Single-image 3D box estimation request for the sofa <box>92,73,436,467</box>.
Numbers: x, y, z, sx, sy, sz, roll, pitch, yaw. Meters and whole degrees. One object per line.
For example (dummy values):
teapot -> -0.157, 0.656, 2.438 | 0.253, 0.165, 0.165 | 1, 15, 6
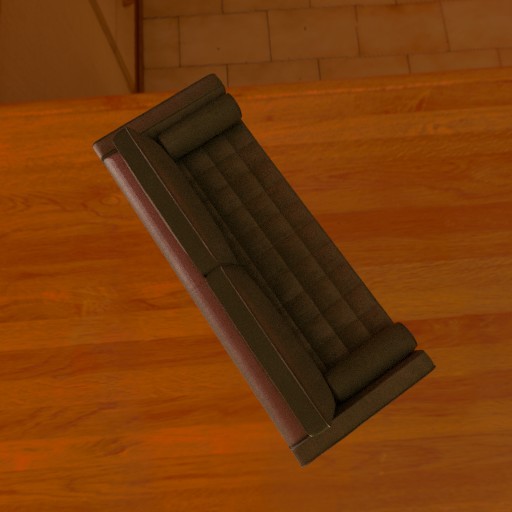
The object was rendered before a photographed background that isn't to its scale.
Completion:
sofa -> 0.000, 0.000, 2.700 | 0.918, 0.769, 2.199 | -34, 79, -7
